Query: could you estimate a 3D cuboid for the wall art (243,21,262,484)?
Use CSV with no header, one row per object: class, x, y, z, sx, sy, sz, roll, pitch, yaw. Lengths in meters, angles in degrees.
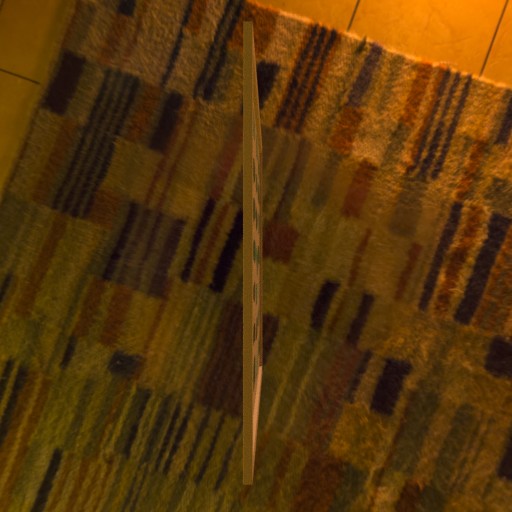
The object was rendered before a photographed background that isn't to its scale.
wall art,0.000,0.000,0.665,0.009,0.457,0.456,0,88,2
